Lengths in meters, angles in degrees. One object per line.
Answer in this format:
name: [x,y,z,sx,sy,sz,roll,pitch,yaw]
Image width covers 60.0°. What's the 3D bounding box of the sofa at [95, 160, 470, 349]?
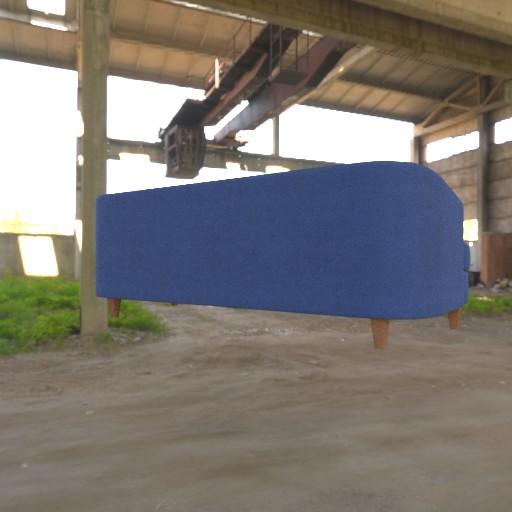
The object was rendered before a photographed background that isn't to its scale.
sofa: [0.000,0.000,2.673,2.235,0.787,0.914,0,0,34]
